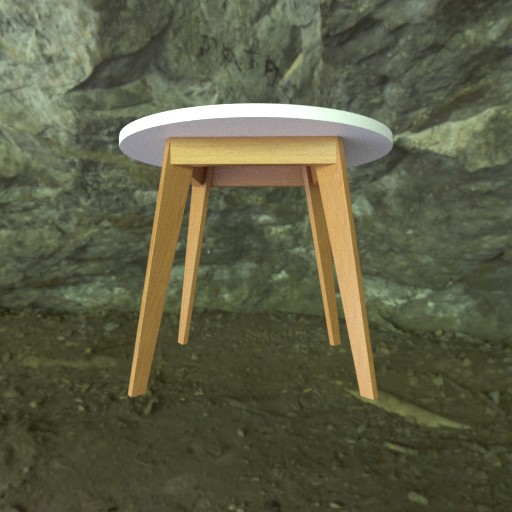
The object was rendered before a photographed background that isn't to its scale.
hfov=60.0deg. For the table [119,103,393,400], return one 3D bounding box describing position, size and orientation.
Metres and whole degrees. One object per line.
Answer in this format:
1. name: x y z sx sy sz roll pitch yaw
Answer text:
1. table: 0.000 0.000 1.530 0.896 0.762 0.896 0 1 0
